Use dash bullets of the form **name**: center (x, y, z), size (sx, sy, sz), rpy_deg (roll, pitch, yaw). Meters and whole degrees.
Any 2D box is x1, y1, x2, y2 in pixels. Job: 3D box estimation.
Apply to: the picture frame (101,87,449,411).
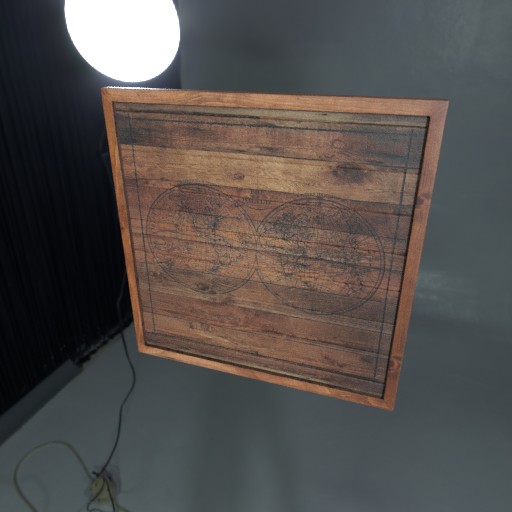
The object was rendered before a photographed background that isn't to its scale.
- **picture frame**: center (0.000, 0.000, 1.177), size (0.810, 0.817, 0.029), rpy_deg (8, 27, 17)
